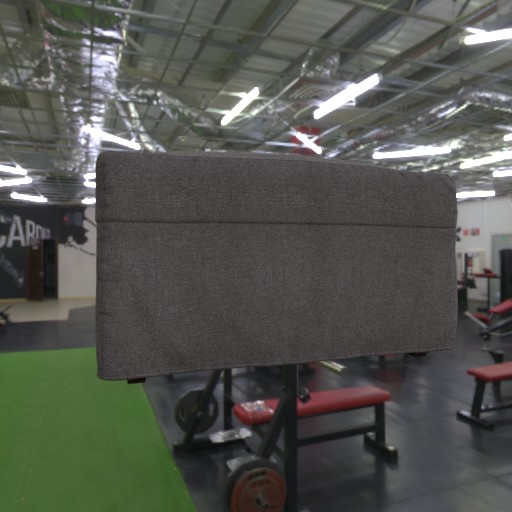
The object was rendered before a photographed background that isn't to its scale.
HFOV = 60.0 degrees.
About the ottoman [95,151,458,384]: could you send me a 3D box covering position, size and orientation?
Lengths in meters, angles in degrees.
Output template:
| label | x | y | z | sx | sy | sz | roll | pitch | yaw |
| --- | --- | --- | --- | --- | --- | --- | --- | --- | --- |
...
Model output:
| label | x | y | z | sx | sy | sz | roll | pitch | yaw |
| --- | --- | --- | --- | --- | --- | --- | --- | --- | --- |
| ottoman | 0.000 | 0.000 | 1.234 | 0.833 | 0.492 | 0.652 | 0 | 1 | -19 |
